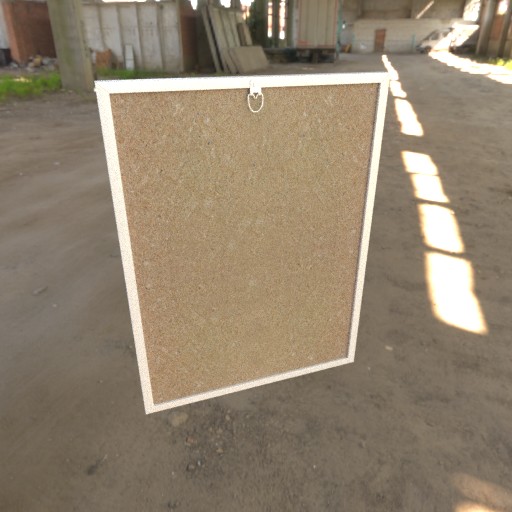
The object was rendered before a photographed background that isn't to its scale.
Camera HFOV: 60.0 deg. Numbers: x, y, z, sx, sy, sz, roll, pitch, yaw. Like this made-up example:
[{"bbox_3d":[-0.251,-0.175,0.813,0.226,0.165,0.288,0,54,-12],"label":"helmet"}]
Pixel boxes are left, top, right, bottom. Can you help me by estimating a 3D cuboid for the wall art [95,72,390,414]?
[{"bbox_3d":[0.000,0.000,1.401,0.805,1.056,0.042,-9,28,-17],"label":"wall art"}]
